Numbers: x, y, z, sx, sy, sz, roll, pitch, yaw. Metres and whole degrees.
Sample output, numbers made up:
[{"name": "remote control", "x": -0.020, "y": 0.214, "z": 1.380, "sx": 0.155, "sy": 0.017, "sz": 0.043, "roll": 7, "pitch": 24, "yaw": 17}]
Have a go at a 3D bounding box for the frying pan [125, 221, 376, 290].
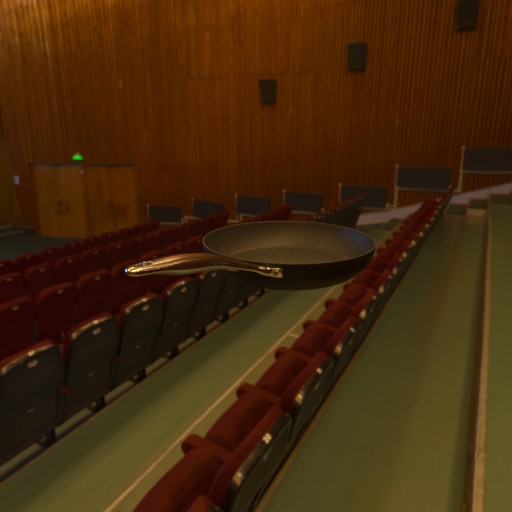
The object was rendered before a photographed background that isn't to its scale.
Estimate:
[{"name": "frying pan", "x": 0.000, "y": 0.000, "z": 0.571, "sx": 0.255, "sy": 0.105, "sz": 0.472, "roll": 8, "pitch": 18, "yaw": 25}]
